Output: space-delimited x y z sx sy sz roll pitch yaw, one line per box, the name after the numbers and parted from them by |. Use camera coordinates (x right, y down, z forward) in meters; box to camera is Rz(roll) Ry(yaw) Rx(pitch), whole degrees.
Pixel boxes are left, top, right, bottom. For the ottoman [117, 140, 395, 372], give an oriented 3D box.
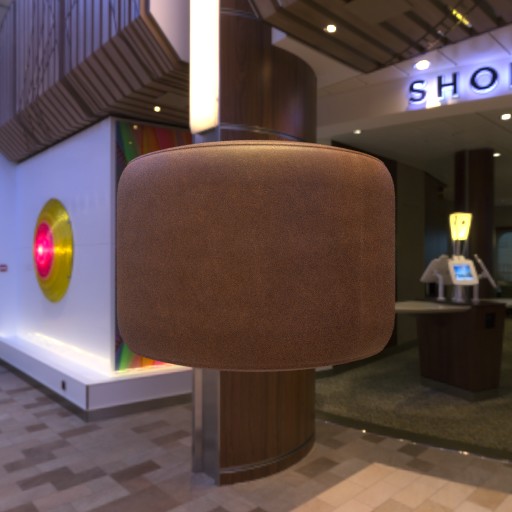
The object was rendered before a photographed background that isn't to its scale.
0.000 0.000 1.014 0.607 0.438 0.607 0 0 0 | ottoman
